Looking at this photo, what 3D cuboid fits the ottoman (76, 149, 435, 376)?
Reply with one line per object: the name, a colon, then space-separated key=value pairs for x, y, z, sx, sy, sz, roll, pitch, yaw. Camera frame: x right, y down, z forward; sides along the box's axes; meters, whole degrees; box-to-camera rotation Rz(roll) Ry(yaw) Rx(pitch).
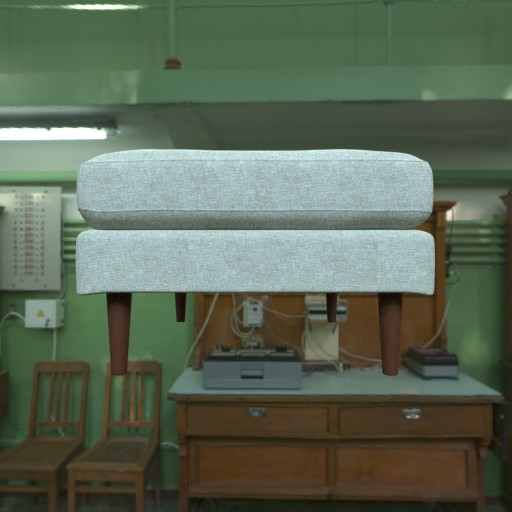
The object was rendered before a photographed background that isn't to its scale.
ottoman: x=0.000 y=0.000 z=1.240 sx=0.693 sy=0.474 sz=0.821 roll=0 pitch=0 yaw=0
